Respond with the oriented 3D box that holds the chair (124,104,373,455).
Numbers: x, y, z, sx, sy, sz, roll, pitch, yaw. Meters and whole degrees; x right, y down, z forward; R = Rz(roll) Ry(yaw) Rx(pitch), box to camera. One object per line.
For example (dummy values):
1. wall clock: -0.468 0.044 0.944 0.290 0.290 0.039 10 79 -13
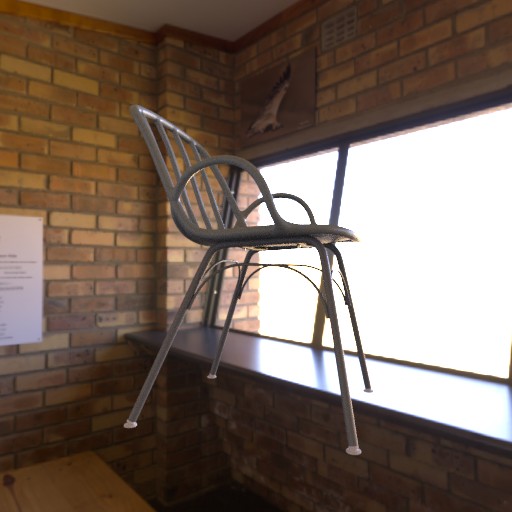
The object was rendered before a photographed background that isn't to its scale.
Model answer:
1. chair: 0.000 0.000 1.220 0.597 0.816 0.549 0 -1 18
